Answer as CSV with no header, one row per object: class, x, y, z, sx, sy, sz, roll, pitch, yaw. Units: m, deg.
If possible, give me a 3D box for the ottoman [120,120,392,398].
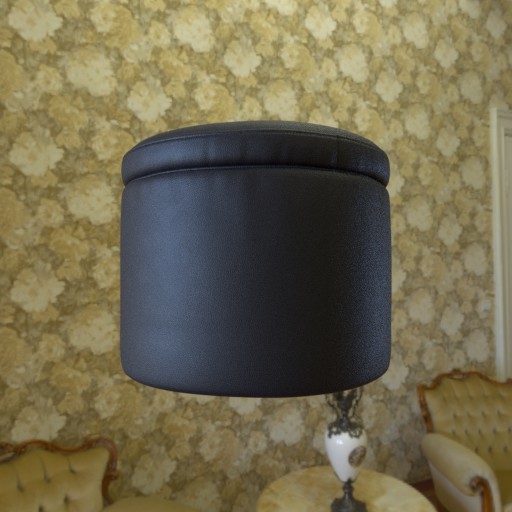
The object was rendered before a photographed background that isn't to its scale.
ottoman,0.000,0.000,0.857,0.501,0.409,0.501,0,-2,0
